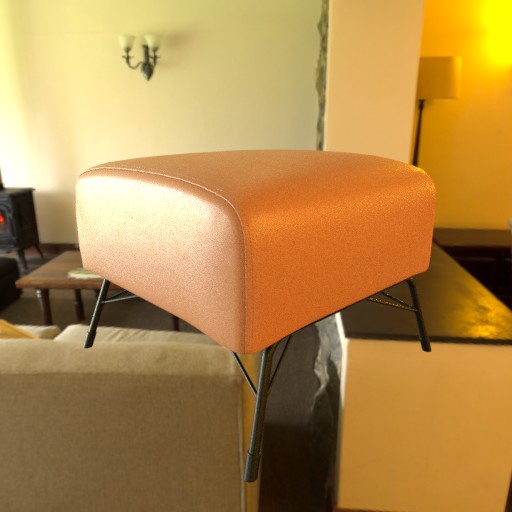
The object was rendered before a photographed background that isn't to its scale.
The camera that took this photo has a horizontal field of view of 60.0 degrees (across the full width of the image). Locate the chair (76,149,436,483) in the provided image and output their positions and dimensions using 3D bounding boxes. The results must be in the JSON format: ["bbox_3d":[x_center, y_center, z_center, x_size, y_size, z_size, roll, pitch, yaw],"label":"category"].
[{"bbox_3d":[0.000,0.000,0.887,0.530,0.410,0.530,-15,22,-42],"label":"chair"}]
